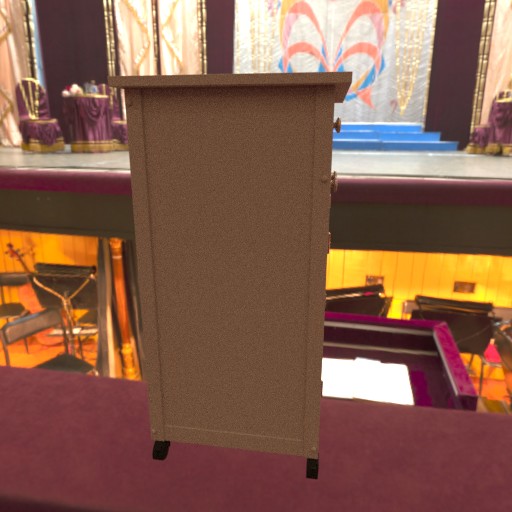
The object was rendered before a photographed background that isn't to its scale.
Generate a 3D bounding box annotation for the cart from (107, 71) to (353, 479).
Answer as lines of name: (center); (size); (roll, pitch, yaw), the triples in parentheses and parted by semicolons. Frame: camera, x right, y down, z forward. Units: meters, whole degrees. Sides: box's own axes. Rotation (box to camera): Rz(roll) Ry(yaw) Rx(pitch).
cart: (0.000, 0.000, 1.225); (0.442, 0.864, 0.683); (3, 16, 9)
